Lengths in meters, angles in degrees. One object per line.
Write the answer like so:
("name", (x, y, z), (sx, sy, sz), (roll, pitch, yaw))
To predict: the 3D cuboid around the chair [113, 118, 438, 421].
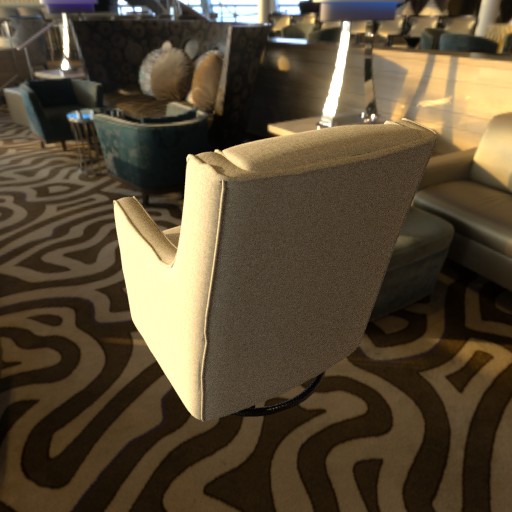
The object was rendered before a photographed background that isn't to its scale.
("chair", (0.000, 0.000, 1.538), (0.732, 0.993, 0.879), (-17, 34, -28))
